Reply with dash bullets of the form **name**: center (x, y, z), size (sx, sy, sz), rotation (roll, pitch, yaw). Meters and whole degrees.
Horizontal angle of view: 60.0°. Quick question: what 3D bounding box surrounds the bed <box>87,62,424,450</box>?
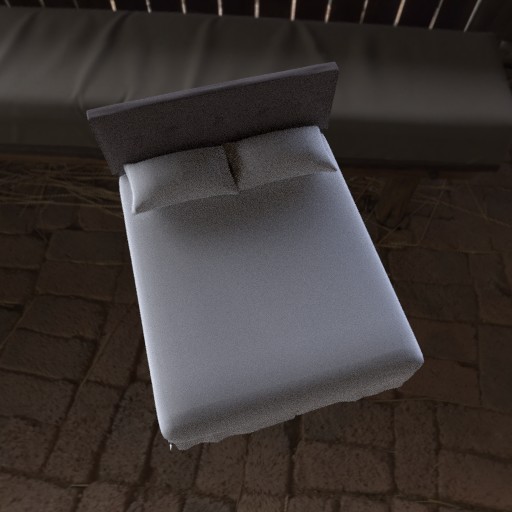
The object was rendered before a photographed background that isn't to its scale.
- **bed**: center (0.000, 0.000, 2.787), size (1.610, 1.089, 1.894), rotation (-14, 64, -7)
